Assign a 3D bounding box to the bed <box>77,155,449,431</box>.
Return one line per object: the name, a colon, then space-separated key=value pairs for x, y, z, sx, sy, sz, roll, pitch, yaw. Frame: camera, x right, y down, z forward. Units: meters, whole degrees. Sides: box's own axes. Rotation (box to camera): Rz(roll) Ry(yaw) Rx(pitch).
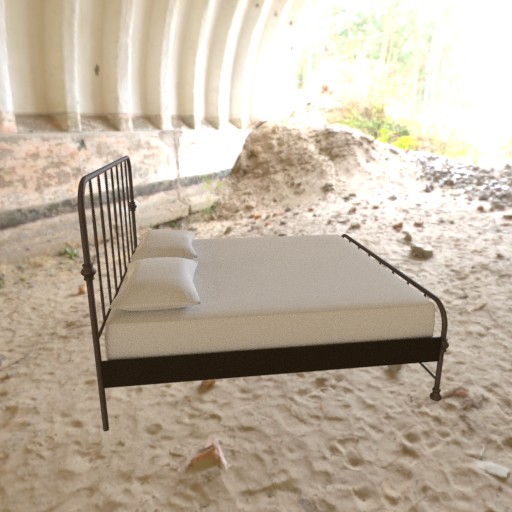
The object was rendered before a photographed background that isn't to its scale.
bed: x=0.000 y=0.000 z=3.456 sx=2.134 sy=1.446 sz=2.044 roll=-2 pitch=17 yaw=-8
